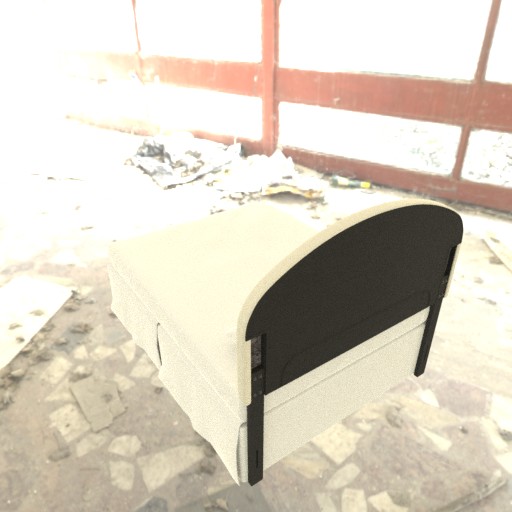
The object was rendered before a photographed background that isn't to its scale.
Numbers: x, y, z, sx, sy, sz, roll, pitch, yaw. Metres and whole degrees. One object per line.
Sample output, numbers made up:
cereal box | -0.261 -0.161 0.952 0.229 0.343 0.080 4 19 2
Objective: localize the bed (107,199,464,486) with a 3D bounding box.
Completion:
bed | 0.000 0.000 3.055 1.607 1.410 2.005 -19 35 -30
